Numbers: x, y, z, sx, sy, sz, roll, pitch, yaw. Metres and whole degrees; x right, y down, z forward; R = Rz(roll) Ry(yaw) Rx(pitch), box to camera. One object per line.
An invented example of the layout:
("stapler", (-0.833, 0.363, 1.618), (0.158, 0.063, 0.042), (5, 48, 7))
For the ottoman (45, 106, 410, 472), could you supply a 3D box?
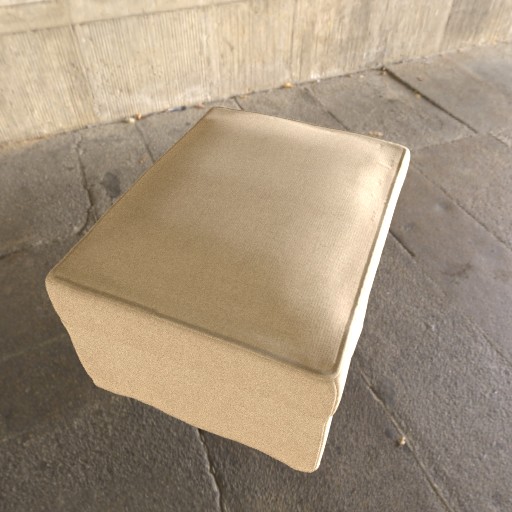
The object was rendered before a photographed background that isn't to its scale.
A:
("ottoman", (0.000, 0.000, 1.223), (0.650, 0.485, 0.833), (16, 48, 15))
